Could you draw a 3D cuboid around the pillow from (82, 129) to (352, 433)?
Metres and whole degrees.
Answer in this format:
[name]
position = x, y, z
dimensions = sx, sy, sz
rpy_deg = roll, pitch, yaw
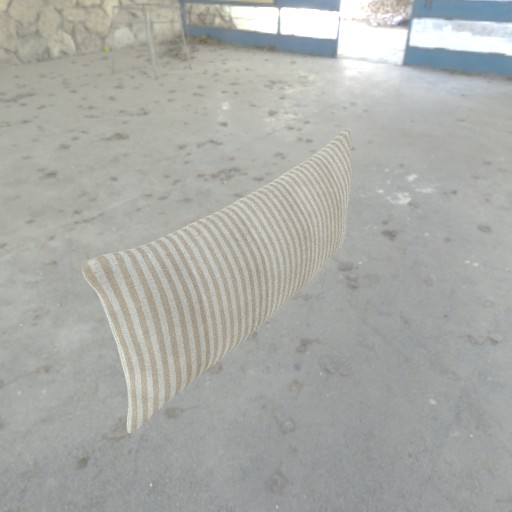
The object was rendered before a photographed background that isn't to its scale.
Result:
[pillow]
position = 0.000, 0.000, 0.760
dimensions = 0.151, 0.295, 0.617
rpy_deg = 23, 39, 31
